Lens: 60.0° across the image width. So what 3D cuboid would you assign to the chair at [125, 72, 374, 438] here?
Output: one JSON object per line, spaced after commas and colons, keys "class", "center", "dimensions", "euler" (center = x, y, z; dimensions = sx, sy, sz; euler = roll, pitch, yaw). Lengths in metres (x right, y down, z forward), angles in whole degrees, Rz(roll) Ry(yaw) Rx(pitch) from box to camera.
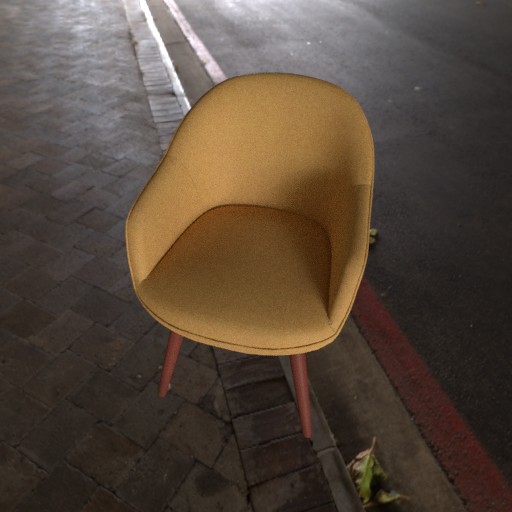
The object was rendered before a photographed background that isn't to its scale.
{"class": "chair", "center": [0.000, 0.000, 1.262], "dimensions": [0.596, 0.823, 0.635], "euler": [11, 42, 13]}
